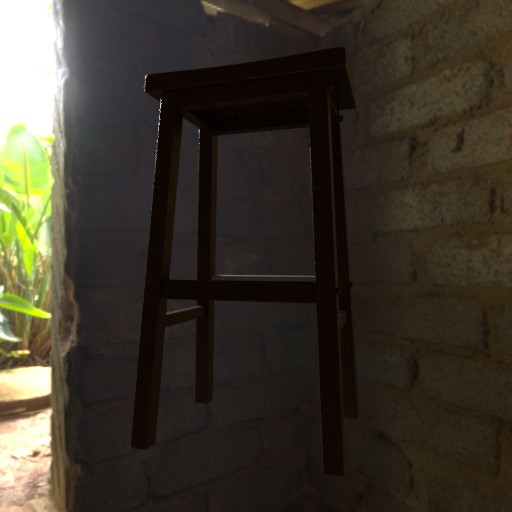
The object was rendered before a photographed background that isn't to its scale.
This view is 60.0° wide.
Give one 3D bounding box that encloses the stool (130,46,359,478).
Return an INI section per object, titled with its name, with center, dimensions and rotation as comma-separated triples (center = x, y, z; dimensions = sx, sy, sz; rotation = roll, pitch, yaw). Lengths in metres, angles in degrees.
[stool]
center = 0.000, 0.000, 0.950
dimensions = 0.406, 0.742, 0.322
rotation = 0, -1, 17
